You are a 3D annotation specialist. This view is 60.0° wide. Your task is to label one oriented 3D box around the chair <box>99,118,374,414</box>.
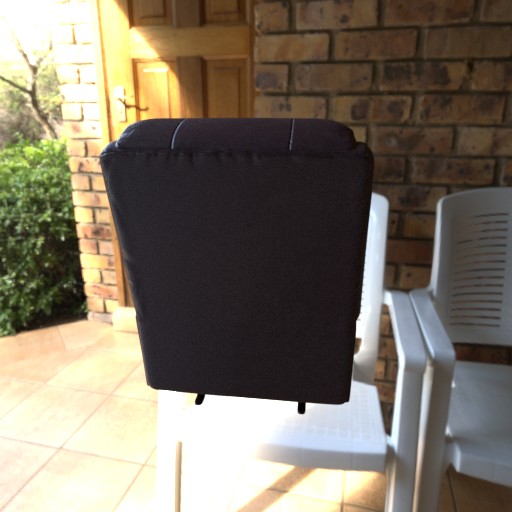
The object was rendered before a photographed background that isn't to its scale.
[{"bbox_3d":[0.000,0.000,1.769,0.838,1.054,1.014,2,18,7],"label":"chair"}]
